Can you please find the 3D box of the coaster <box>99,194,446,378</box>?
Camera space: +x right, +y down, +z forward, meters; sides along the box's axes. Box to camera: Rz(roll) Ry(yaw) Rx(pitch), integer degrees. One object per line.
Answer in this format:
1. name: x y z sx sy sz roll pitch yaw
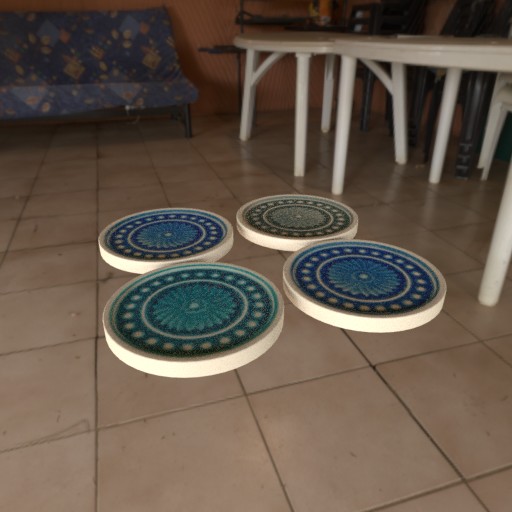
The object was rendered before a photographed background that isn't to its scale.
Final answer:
1. coaster: 0.000 0.000 0.336 0.224 0.010 0.220 -9 29 -17
